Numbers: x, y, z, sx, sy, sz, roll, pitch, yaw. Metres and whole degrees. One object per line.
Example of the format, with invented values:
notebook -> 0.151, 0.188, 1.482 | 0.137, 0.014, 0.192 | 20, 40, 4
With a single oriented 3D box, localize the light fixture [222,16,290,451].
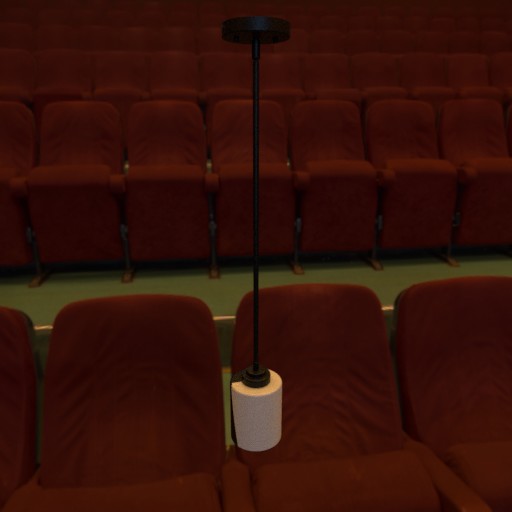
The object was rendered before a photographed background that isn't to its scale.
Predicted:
light fixture -> 0.000, 0.000, 0.914 | 0.123, 0.863, 0.123 | -2, 16, -8
